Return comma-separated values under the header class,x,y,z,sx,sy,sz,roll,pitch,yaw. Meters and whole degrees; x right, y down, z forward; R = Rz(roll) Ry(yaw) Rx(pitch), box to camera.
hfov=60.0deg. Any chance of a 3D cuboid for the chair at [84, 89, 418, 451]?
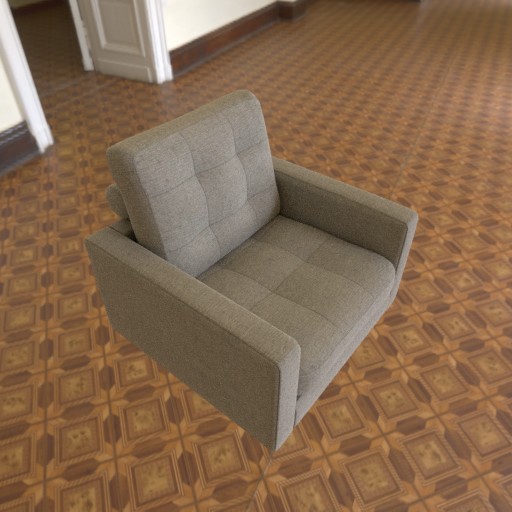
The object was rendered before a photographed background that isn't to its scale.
class,x,y,z,sx,sy,sz,roll,pitch,yaw
chair,0.000,0.000,1.546,0.843,0.880,0.821,28,48,28
